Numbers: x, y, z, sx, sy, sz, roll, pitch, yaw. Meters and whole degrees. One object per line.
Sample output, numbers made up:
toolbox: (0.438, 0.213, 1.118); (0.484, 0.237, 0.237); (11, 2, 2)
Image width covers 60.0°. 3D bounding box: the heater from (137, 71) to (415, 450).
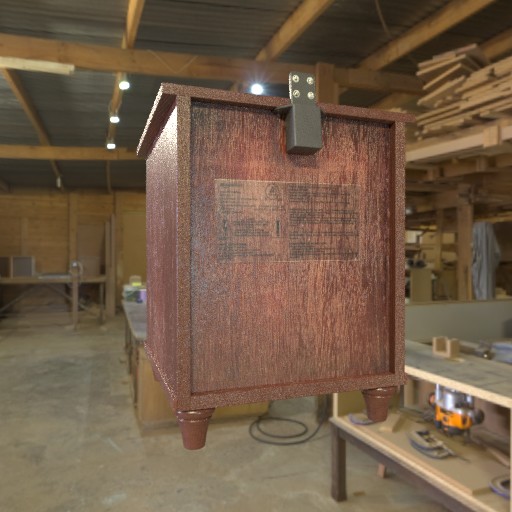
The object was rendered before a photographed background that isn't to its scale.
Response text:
heater: (0.000, 0.000, 0.750); (0.362, 0.481, 0.400); (0, 0, -20)
